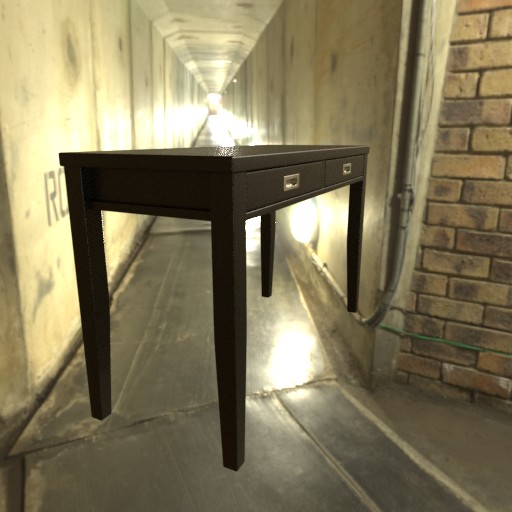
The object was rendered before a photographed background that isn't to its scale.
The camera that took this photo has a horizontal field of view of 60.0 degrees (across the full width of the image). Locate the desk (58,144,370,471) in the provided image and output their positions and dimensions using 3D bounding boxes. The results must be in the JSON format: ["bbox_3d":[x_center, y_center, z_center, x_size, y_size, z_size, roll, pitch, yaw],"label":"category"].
[{"bbox_3d":[0.000,0.000,1.636,0.508,0.775,1.220,7,17,26],"label":"desk"}]
